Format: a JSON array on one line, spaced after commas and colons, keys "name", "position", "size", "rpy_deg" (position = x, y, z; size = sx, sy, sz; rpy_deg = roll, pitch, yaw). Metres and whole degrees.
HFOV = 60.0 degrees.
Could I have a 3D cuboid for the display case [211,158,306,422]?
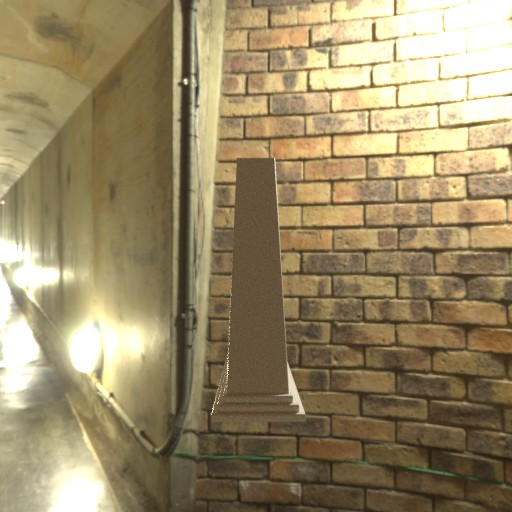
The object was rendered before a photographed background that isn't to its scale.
[{"name": "display case", "position": [0.000, 0.000, 0.767], "size": [0.095, 0.340, 0.640], "rpy_deg": [0, -1, 0]}]
